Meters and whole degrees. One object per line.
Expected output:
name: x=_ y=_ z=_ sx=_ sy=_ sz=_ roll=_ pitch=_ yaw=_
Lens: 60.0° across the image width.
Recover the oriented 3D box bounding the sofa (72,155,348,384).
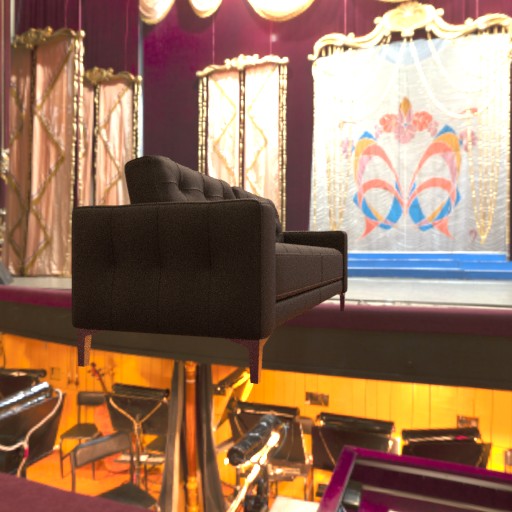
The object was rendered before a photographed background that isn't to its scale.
sofa: x=0.000 y=0.000 z=2.706 sx=0.833 sy=0.893 sz=2.275 roll=0 pitch=0 yaw=19
